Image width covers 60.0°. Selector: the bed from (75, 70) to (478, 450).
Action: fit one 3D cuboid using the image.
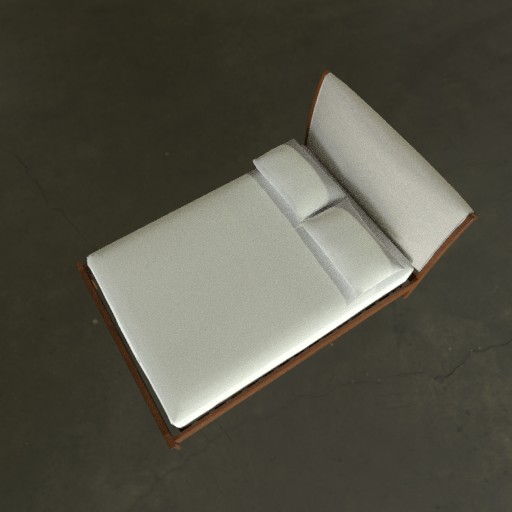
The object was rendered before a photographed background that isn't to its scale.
[{"bbox_3d":[0.000,0.000,3.328,2.380,1.250,1.612,-30,67,-14],"label":"bed"}]
